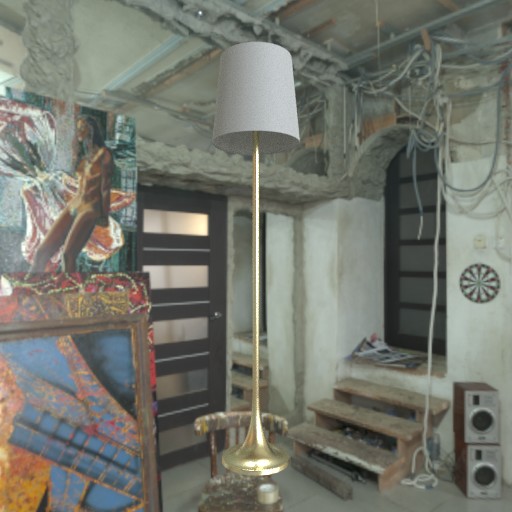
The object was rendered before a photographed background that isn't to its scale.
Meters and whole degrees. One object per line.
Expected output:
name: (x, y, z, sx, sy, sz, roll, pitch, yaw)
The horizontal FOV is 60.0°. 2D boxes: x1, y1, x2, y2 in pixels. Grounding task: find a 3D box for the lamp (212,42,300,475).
lamp: (0.000, 0.000, 1.699, 0.337, 1.543, 0.337, 0, -1, 0)
